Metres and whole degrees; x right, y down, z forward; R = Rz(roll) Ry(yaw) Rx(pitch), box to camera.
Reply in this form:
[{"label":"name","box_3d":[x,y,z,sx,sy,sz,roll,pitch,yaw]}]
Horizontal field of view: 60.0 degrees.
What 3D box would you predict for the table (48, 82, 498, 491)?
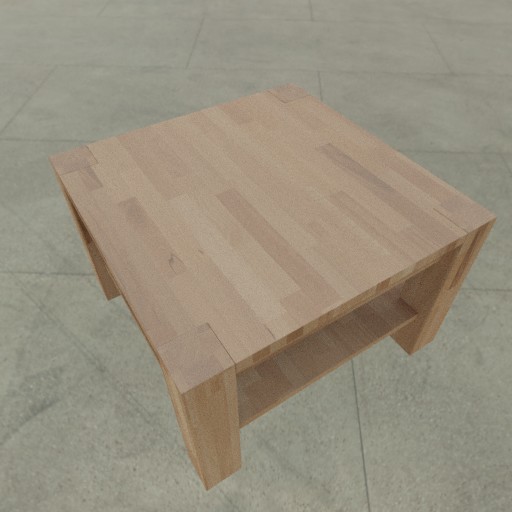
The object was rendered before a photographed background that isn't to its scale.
[{"label":"table","box_3d":[0.000,0.000,1.121,0.700,0.451,0.700,-25,51,-22]}]
